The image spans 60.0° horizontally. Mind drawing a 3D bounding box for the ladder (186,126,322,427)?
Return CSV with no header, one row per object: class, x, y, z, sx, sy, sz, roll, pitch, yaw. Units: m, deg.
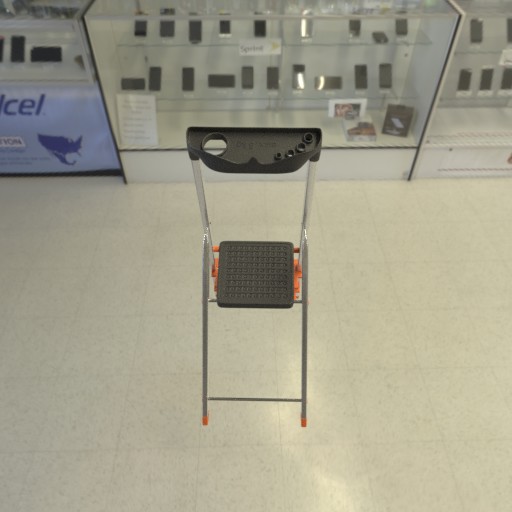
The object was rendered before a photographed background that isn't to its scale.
ladder,0.000,0.000,1.544,0.416,1.229,0.686,1,46,1
